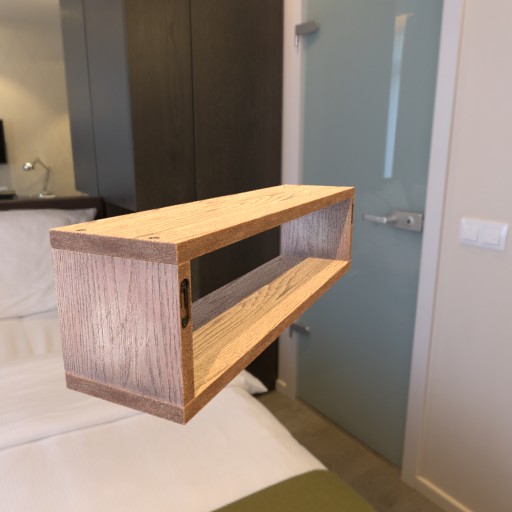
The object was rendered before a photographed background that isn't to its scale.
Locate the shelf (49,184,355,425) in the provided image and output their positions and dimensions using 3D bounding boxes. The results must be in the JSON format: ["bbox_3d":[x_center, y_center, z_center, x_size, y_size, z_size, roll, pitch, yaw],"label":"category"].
[{"bbox_3d":[0.000,0.000,0.683,0.150,0.170,0.610,6,15,25],"label":"shelf"}]
